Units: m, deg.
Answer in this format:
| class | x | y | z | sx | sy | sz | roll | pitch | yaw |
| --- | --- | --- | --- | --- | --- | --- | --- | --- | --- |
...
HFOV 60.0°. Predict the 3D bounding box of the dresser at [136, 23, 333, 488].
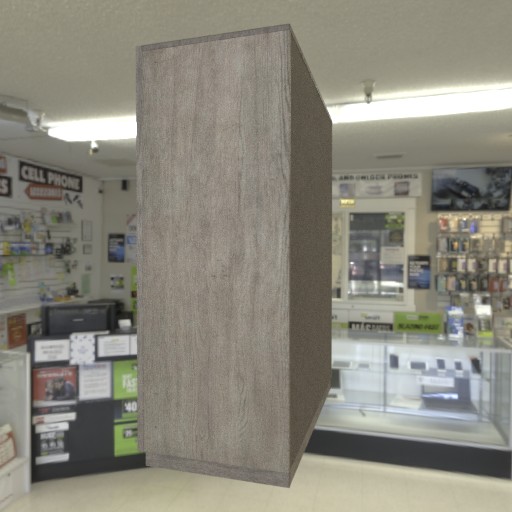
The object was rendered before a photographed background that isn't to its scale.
| class | x | y | z | sx | sy | sz | roll | pitch | yaw |
| --- | --- | --- | --- | --- | --- | --- | --- | --- | --- |
| dresser | 0.000 | 0.000 | 1.759 | 0.483 | 1.295 | 0.967 | 0 | 1 | 17 |
